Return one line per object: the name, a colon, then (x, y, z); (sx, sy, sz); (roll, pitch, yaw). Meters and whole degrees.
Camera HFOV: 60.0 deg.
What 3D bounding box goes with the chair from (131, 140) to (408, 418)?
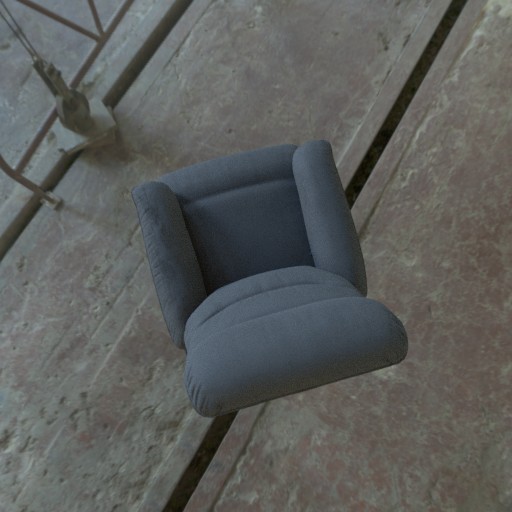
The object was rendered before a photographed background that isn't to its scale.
chair: (0.000, 0.000, 1.736); (0.820, 1.037, 1.004); (-15, 76, -4)
